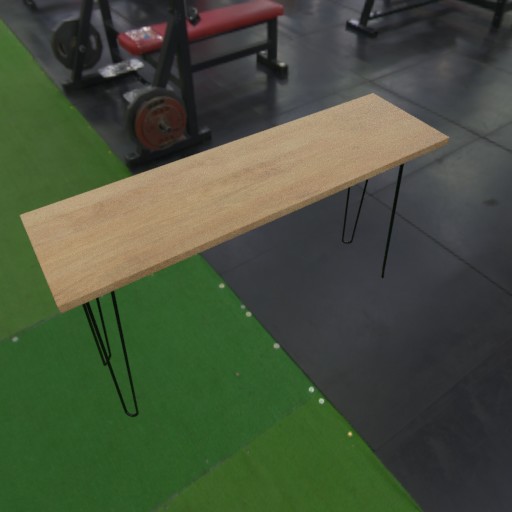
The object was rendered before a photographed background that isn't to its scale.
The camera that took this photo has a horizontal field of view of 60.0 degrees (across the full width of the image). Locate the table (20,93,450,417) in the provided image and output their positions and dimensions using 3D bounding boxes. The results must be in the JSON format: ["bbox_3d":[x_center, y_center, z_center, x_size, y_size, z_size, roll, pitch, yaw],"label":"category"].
[{"bbox_3d":[0.000,0.000,1.740,1.400,0.799,0.399,-25,52,-22],"label":"table"}]
